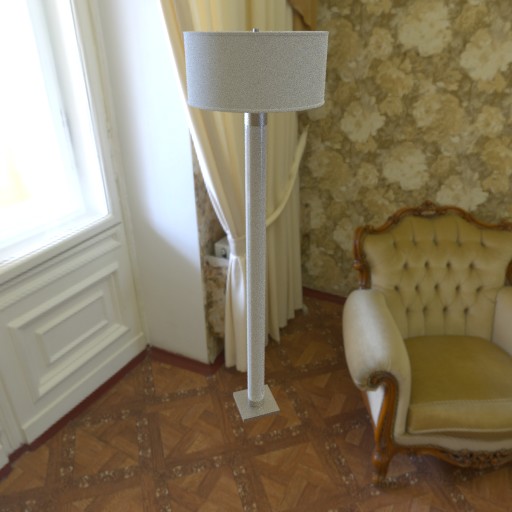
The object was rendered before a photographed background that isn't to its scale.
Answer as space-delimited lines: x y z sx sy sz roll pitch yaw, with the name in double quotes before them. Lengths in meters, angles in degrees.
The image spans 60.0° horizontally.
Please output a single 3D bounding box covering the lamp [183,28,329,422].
"lamp" 0.000 0.000 1.614 0.420 1.475 0.420 -9 28 -16
